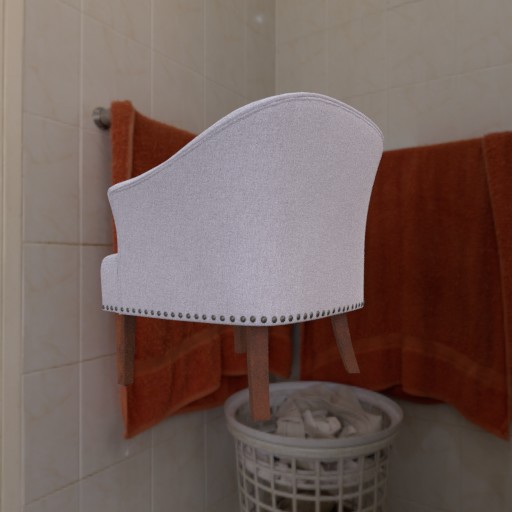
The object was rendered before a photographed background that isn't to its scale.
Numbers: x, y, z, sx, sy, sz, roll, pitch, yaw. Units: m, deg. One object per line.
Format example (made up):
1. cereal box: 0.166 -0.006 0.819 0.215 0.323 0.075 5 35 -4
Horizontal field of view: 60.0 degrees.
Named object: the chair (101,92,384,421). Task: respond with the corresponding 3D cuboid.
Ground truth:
1. chair: 0.000 0.000 1.437 0.704 0.815 0.798 0 -1 36
